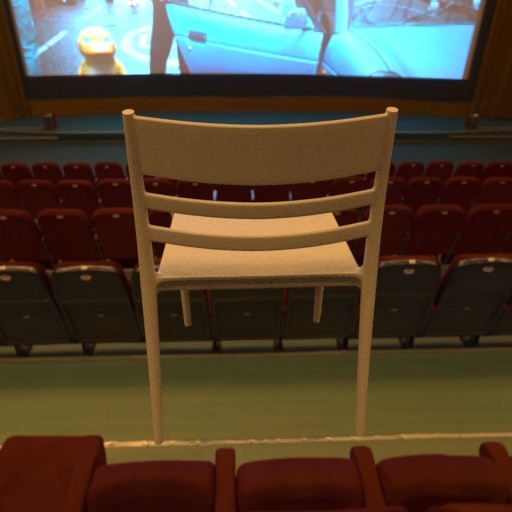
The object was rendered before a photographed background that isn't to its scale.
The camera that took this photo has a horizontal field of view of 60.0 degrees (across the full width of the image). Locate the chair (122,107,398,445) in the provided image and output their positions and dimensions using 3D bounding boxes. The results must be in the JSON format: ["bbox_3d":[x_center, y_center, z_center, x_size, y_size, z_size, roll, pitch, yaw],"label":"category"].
[{"bbox_3d":[0.000,0.000,1.129,0.531,0.800,0.511,-1,29,-2],"label":"chair"}]
